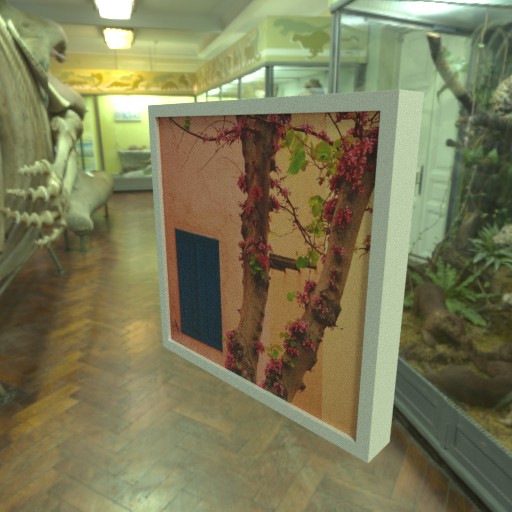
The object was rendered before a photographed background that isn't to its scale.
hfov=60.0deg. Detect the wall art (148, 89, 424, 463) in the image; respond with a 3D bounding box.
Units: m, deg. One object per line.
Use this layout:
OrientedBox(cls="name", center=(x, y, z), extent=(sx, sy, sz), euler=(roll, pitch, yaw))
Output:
OrientedBox(cls="wall art", center=(0.000, 0.000, 0.454), extent=(0.305, 0.302, 0.038), euler=(15, 22, 42))
